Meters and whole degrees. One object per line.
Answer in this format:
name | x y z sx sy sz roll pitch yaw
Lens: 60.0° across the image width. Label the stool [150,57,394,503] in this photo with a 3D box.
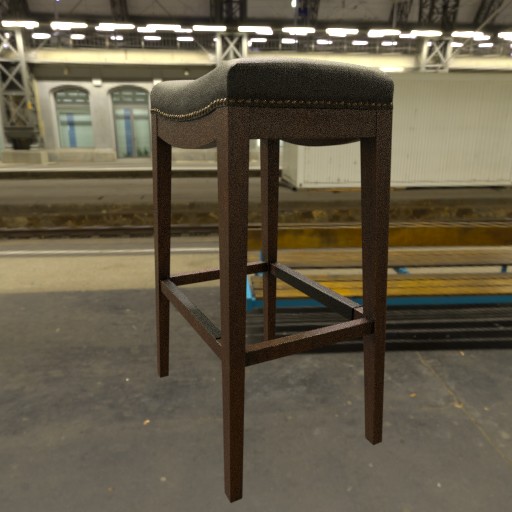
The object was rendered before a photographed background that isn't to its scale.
stool | 0.000 0.000 0.993 0.361 0.765 0.500 -8 18 -26
